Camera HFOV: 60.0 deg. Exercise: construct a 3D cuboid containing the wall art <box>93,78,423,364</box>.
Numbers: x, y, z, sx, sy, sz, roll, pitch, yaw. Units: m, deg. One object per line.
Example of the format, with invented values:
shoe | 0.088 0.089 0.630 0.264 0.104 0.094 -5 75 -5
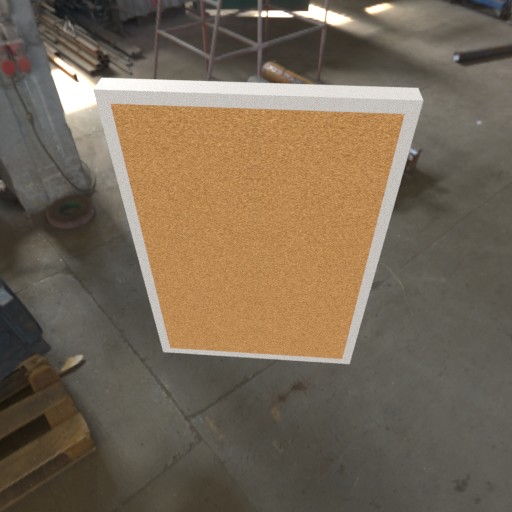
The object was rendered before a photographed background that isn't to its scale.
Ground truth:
wall art | 0.000 0.000 0.847 0.450 0.657 0.038 3 45 3
